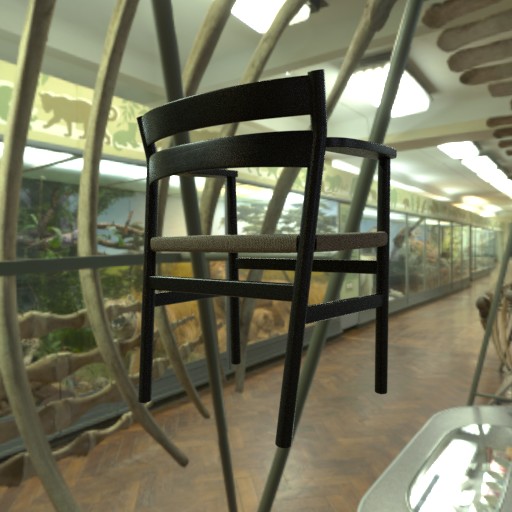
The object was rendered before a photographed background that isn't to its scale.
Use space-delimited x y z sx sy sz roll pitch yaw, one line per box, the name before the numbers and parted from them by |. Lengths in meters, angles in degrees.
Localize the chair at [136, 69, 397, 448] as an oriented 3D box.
chair | 0.000 0.000 1.194 0.630 0.775 0.508 1 2 36
